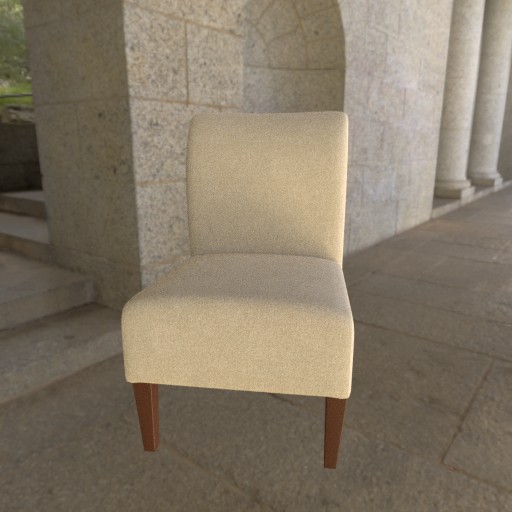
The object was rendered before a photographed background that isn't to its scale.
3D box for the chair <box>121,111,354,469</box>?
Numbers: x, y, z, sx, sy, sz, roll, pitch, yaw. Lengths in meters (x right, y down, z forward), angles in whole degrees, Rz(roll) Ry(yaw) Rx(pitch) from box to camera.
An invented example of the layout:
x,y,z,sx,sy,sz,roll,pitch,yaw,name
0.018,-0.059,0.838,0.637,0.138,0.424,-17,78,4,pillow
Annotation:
x,y,z,sx,sy,sz,roll,pitch,yaw,name
0.000,0.000,1.282,0.521,0.833,0.754,2,15,8,chair
